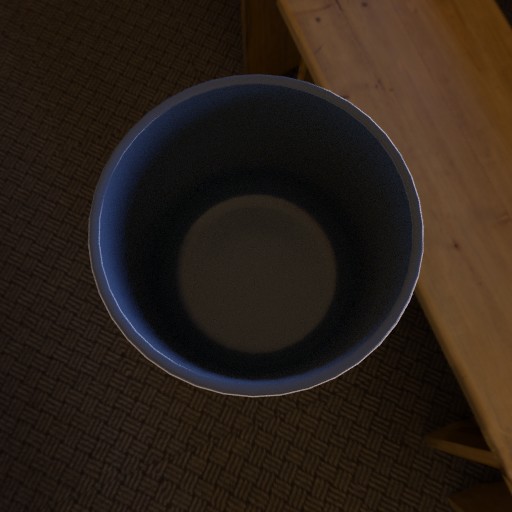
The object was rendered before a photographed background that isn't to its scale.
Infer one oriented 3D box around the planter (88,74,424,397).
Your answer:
[{"bbox_3d":[0.000,0.000,0.318,0.182,0.165,0.182,0,77,0],"label":"planter"}]
